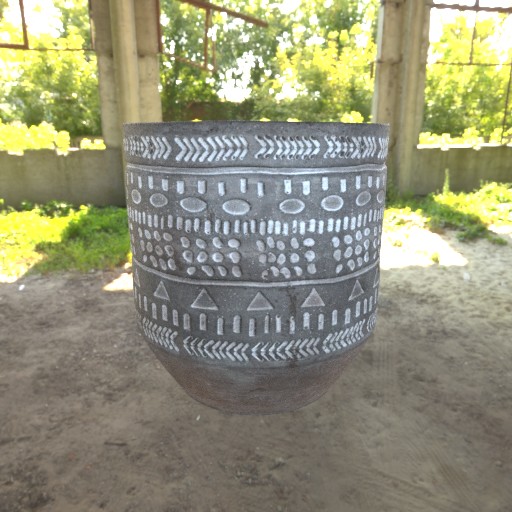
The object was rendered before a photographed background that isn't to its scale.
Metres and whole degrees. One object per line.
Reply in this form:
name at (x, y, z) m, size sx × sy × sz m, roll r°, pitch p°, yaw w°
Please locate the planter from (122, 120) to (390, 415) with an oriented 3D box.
planter at (0.000, 0.000, 0.224) m, size 0.122 × 0.128 × 0.122 m, roll 0°, pitch 15°, yaw 0°
